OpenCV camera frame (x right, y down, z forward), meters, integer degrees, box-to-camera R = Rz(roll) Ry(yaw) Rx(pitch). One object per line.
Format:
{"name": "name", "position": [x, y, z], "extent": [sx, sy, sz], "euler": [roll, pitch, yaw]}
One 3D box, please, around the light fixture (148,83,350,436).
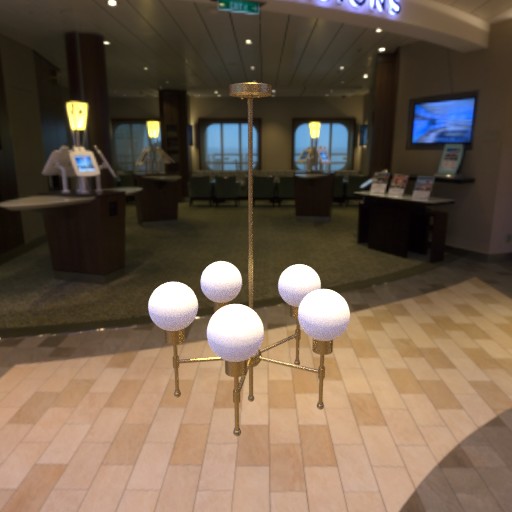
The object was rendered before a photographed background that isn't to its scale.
{"name": "light fixture", "position": [0.000, 0.000, 1.852], "extent": [0.815, 1.331, 0.785], "euler": [13, 19, 43]}
